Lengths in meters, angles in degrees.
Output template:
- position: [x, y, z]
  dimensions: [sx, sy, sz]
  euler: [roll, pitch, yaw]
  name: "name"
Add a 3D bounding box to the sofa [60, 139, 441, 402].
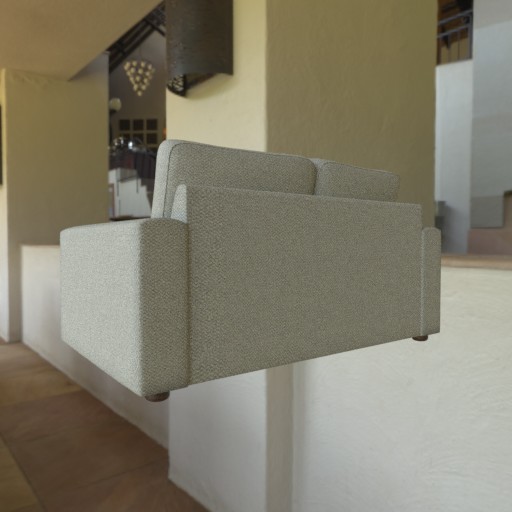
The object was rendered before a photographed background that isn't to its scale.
- position: [0.000, 0.000, 2.189]
  dimensions: [1.616, 0.873, 1.016]
  euler: [-1, 2, -36]
  name: "sofa"
